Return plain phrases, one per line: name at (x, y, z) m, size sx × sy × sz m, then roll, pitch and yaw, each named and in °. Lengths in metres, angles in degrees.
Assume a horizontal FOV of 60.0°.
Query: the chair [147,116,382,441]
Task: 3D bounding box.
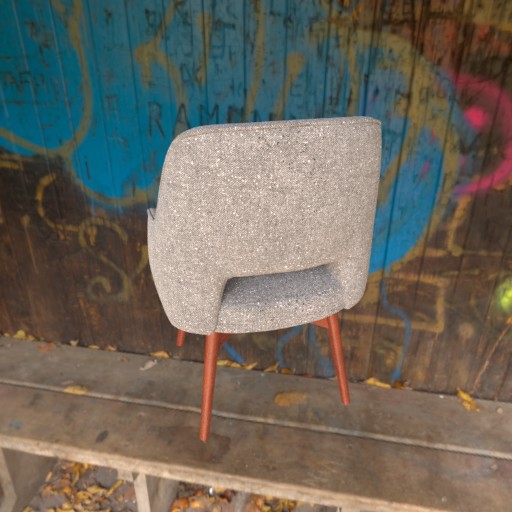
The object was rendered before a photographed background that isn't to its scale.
chair at (0.000, 0.000, 1.312) m, size 0.608 × 0.875 × 0.629 m, roll -8°, pitch 28°, yaw -16°
